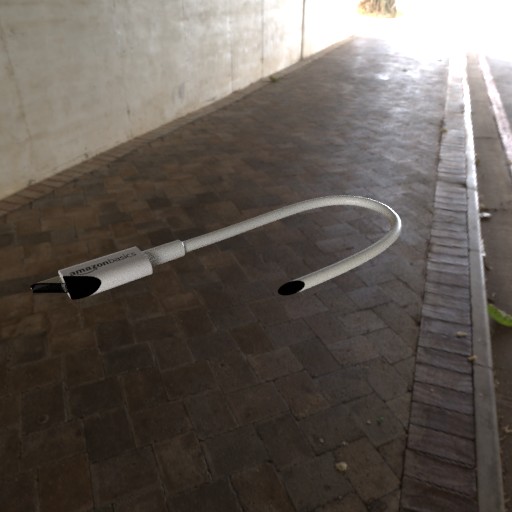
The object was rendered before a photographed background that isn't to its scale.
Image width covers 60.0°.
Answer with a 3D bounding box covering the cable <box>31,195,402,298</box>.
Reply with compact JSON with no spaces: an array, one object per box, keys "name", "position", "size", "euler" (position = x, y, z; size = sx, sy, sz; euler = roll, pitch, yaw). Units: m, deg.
[{"name":"cable","position":[0.000,0.000,0.112],"size":[0.098,0.005,0.041],"euler":[-21,37,-30]}]
